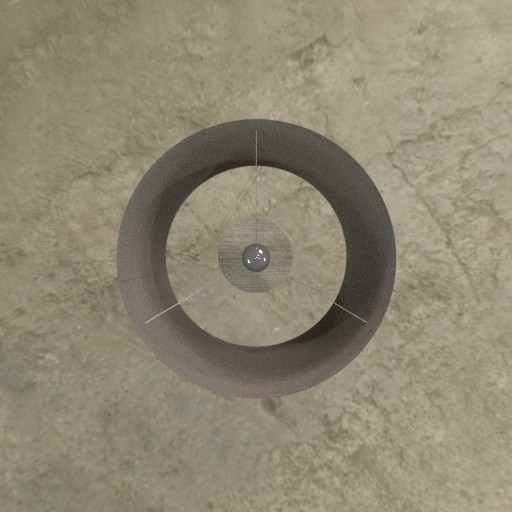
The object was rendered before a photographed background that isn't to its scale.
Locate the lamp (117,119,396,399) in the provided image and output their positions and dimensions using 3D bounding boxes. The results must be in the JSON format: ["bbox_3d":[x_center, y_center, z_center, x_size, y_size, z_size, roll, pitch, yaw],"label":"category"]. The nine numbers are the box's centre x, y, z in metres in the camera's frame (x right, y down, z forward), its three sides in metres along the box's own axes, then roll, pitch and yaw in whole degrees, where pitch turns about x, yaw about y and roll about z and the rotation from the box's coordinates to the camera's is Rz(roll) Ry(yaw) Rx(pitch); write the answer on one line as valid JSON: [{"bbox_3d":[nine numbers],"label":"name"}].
[{"bbox_3d":[0.000,0.000,0.593,0.229,0.470,0.229,0,91,0],"label":"lamp"}]
